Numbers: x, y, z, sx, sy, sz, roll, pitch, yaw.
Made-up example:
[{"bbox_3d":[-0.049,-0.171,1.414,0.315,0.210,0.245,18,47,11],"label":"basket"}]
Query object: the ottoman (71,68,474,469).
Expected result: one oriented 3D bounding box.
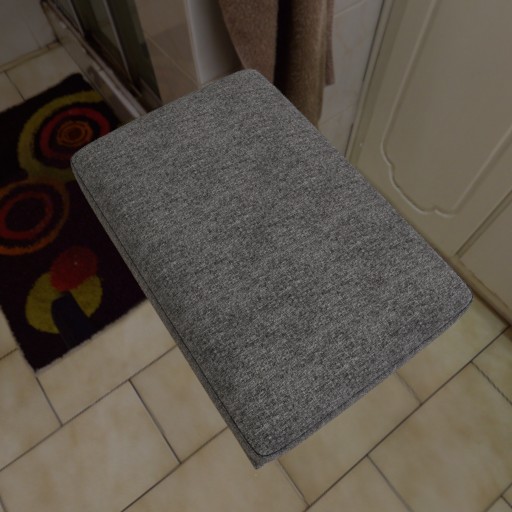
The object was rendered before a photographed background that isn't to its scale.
[{"bbox_3d":[0.000,0.000,1.167,0.584,0.483,0.864,-32,68,-15],"label":"ottoman"}]
